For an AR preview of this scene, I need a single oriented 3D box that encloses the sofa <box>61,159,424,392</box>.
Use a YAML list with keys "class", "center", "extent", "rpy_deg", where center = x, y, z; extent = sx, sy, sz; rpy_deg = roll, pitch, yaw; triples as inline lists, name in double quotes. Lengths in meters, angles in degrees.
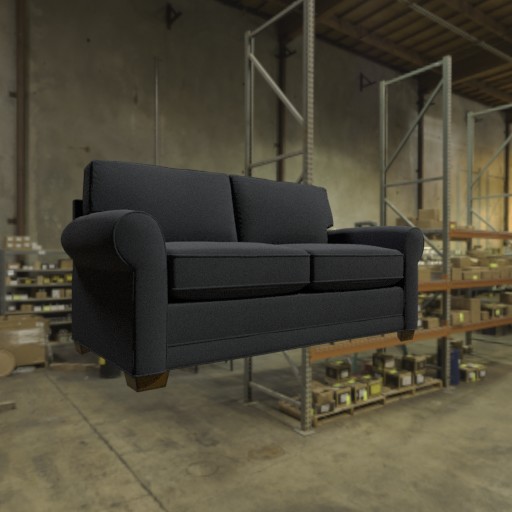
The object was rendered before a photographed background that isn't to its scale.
- class: "sofa"
  center: [0.000, 0.000, 2.553]
  extent: [2.009, 1.031, 0.951]
  rpy_deg: [0, 0, -36]
